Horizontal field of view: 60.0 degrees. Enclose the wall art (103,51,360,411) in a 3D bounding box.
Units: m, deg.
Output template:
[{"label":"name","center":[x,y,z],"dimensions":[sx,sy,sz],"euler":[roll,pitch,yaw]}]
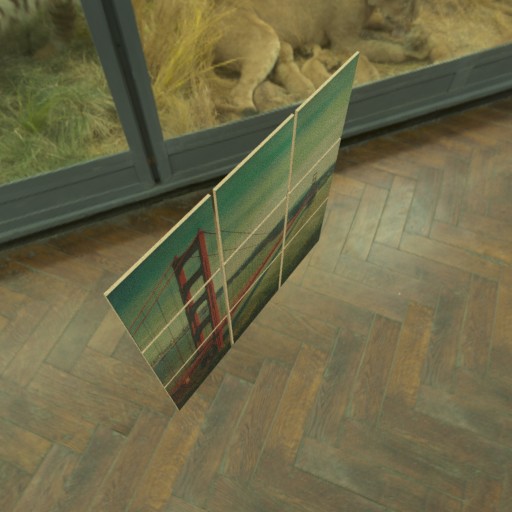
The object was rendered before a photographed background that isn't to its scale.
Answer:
[{"label":"wall art","center":[0.000,0.000,2.299],"dimensions":[0.014,1.507,1.519],"euler":[33,64,18]}]
